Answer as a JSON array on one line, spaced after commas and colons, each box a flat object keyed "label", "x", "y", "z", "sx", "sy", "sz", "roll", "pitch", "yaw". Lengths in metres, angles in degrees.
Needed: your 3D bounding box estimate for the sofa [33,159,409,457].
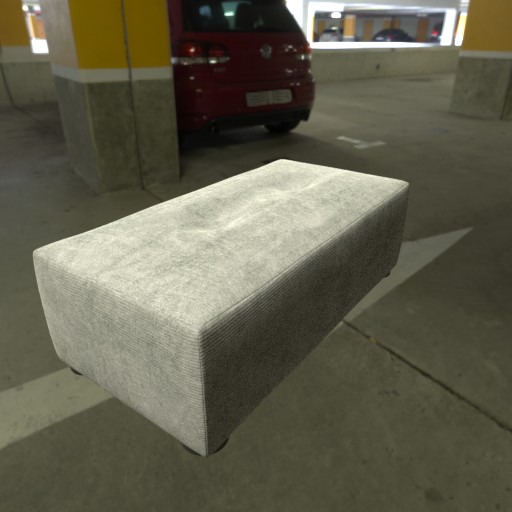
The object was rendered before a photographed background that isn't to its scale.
[{"label": "sofa", "x": 0.000, "y": 0.000, "z": 1.154, "sx": 0.480, "sy": 0.330, "sz": 0.930, "roll": 18, "pitch": 32, "yaw": 32}]
